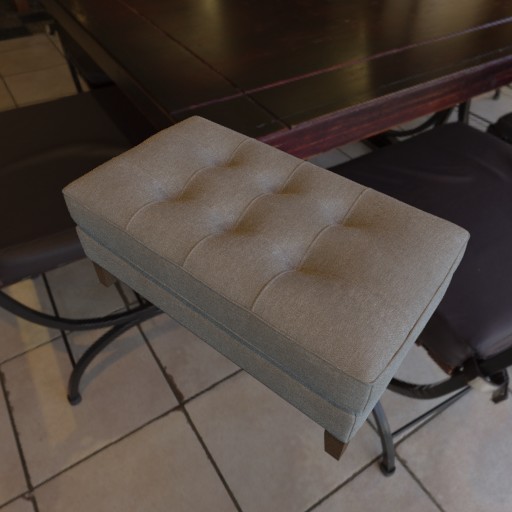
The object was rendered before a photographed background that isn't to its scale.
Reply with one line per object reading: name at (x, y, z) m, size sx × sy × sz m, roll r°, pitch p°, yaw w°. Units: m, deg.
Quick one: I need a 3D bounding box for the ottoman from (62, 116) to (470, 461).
ottoman at (0.000, 0.000, 1.487) m, size 1.143 × 0.514 × 0.648 m, roll 30°, pitch 52°, yaw 26°
